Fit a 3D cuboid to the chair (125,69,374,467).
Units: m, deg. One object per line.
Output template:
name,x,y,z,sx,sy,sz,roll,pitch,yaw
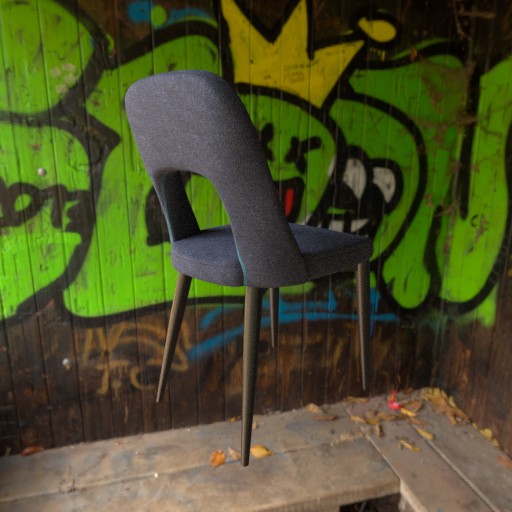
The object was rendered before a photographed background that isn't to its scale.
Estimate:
chair,0.000,0.000,1.274,0.612,0.931,0.470,-13,20,-42
